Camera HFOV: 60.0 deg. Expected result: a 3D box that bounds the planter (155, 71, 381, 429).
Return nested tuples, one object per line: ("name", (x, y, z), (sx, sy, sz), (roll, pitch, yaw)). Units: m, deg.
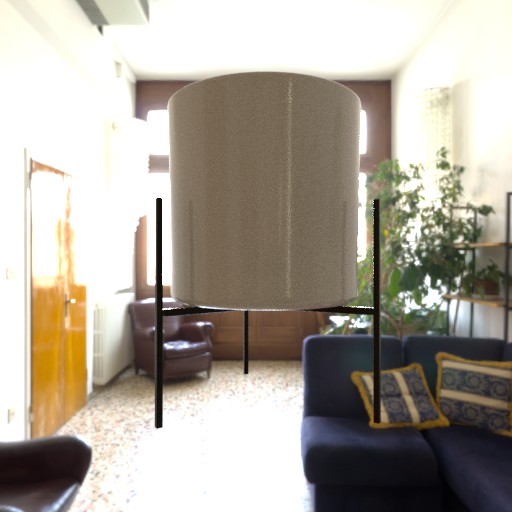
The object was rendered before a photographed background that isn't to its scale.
("planter", (0.000, 0.000, 0.644), (0.308, 0.431, 0.307), (0, 0, -36))
